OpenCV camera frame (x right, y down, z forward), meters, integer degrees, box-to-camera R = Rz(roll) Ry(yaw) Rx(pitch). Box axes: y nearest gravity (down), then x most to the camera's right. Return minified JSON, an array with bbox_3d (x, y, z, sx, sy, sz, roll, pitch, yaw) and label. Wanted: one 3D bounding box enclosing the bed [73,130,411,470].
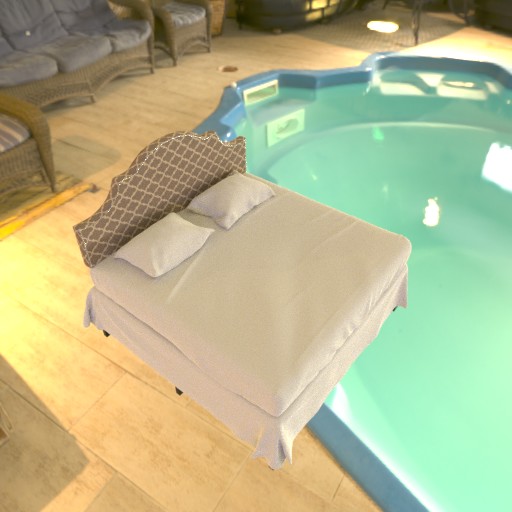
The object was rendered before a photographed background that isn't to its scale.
[{"bbox_3d":[0.000,0.000,3.744,2.222,1.601,2.314,28,48,28],"label":"bed"}]
